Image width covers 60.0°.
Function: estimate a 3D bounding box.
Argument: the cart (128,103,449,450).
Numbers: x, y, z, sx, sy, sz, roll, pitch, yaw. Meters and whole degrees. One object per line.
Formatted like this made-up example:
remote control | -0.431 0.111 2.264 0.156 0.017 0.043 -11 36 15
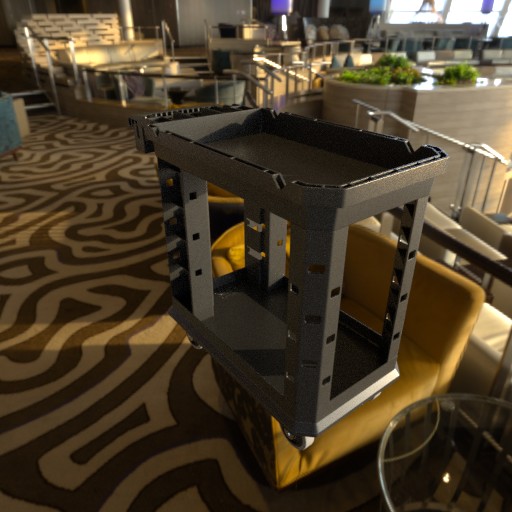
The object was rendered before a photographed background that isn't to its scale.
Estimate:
cart | 0.000 0.000 1.561 0.497 0.884 1.061 -20 35 -33
